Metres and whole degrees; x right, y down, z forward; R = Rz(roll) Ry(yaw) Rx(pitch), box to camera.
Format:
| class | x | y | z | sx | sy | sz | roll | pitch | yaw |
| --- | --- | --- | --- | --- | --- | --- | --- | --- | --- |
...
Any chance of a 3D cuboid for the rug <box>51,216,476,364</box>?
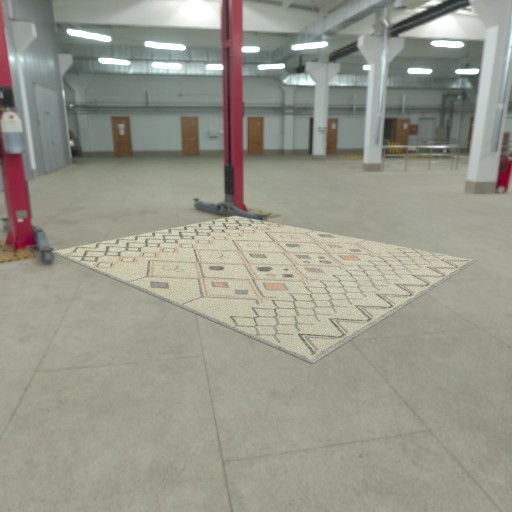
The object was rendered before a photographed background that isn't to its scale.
| class | x | y | z | sx | sy | sz | roll | pitch | yaw |
| --- | --- | --- | --- | --- | --- | --- | --- | --- | --- |
| rug | 0.000 | 0.000 | 4.051 | 3.050 | 0.016 | 2.441 | 14 | 21 | 41 |
